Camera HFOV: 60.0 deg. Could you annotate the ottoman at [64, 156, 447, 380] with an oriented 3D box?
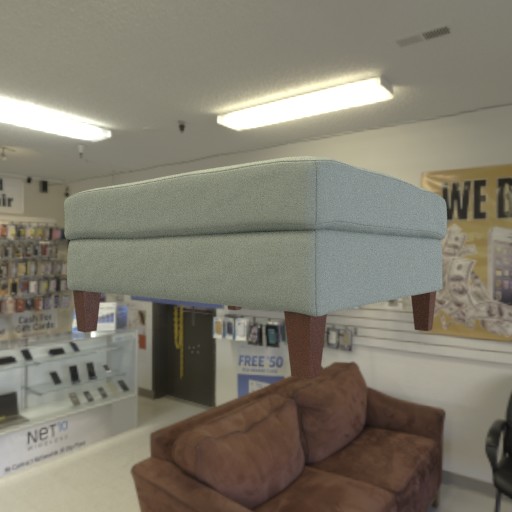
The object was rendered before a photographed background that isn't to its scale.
[{"bbox_3d":[0.000,0.000,1.468,0.991,0.494,0.842,0,0,39],"label":"ottoman"}]
